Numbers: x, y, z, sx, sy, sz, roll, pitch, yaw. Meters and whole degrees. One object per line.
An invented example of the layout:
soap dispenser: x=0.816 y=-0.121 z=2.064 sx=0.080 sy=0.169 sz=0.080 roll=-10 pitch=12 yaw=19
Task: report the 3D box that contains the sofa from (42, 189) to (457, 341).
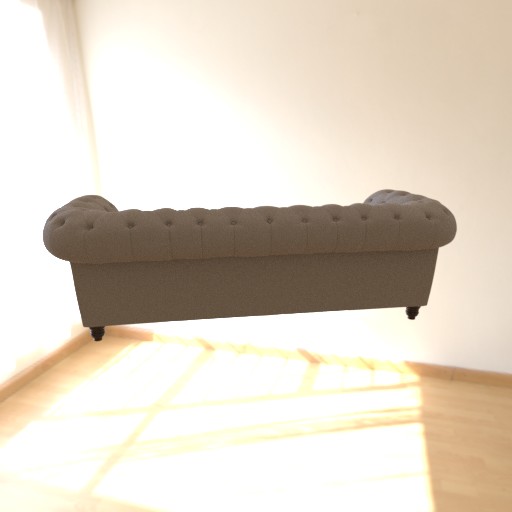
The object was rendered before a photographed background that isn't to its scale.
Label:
sofa: x=0.000 y=0.000 z=2.807 sx=2.411 sy=0.749 sz=0.991 roll=-2 pitch=15 yaw=-9
